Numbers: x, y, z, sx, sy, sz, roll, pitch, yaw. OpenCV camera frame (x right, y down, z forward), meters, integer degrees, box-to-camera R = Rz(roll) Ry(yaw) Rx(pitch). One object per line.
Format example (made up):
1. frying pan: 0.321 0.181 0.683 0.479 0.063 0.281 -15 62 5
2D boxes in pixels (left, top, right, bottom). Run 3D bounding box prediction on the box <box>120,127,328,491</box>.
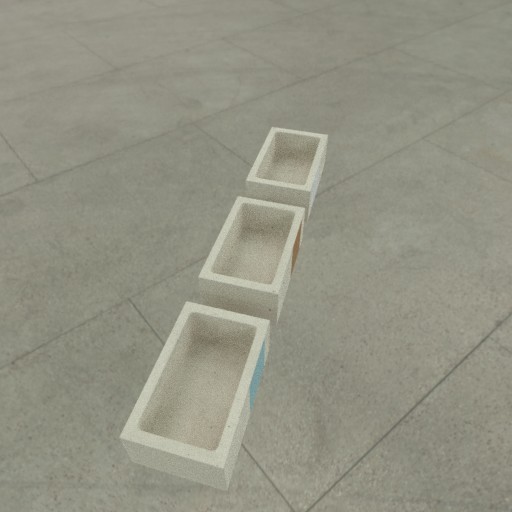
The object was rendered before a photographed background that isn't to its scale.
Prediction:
1. box: 0.000 0.000 0.492 0.082 0.051 0.461 11 47 11
